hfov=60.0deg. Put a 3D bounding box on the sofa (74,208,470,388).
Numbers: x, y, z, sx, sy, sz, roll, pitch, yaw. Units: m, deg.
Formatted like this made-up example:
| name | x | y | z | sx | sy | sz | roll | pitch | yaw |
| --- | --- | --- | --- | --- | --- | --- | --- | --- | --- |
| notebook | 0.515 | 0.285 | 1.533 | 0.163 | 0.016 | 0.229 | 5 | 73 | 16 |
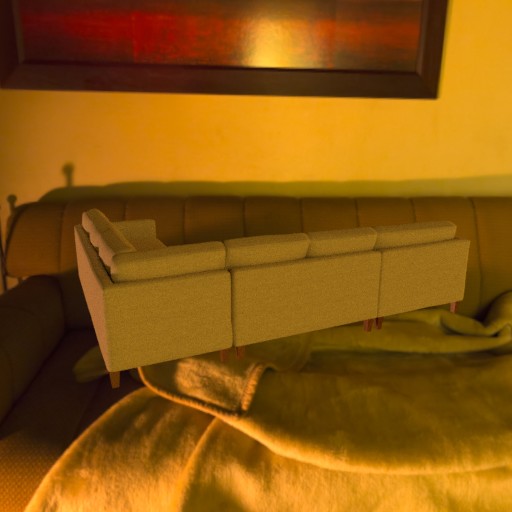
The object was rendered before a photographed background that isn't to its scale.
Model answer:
| name | x | y | z | sx | sy | sz | roll | pitch | yaw |
| --- | --- | --- | --- | --- | --- | --- | --- | --- | --- |
| sofa | 0.000 | 0.000 | 4.765 | 3.460 | 0.961 | 2.594 | -7 | 16 | -24 |
